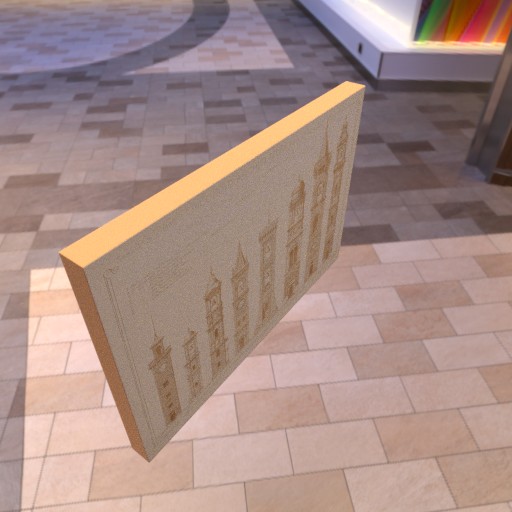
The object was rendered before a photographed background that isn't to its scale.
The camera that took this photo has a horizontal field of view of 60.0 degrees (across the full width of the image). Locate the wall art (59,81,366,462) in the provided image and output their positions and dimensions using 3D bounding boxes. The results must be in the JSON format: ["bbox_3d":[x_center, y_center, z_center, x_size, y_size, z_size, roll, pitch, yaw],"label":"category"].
[{"bbox_3d":[0.000,0.000,0.752,0.039,0.407,0.609,26,47,27],"label":"wall art"}]
